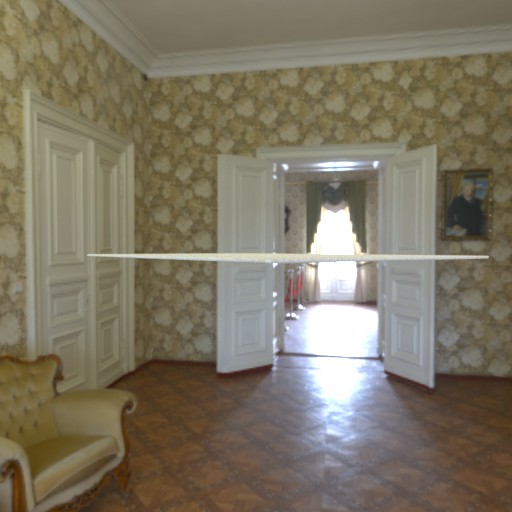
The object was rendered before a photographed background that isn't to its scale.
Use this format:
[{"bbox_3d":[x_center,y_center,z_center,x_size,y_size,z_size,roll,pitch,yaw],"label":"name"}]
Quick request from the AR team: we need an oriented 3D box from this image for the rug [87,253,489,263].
[{"bbox_3d":[0.000,0.000,2.336,1.238,0.014,1.848,-1,1,-36],"label":"rug"}]
